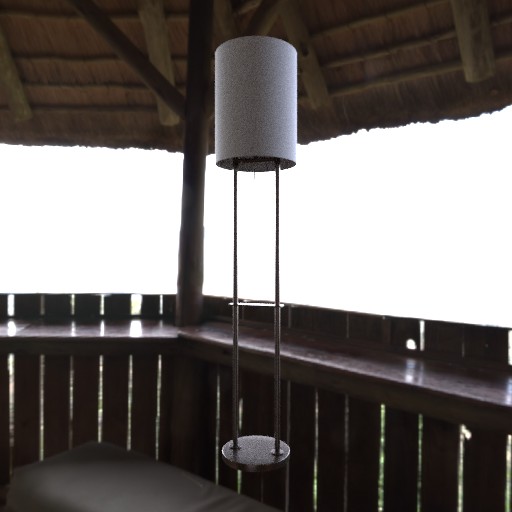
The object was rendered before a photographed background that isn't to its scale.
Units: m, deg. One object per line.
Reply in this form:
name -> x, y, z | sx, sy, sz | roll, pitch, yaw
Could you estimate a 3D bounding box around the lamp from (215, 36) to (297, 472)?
lamp -> 0.000, 0.000, 1.661 | 0.306, 1.500, 0.305 | 0, 0, 19
